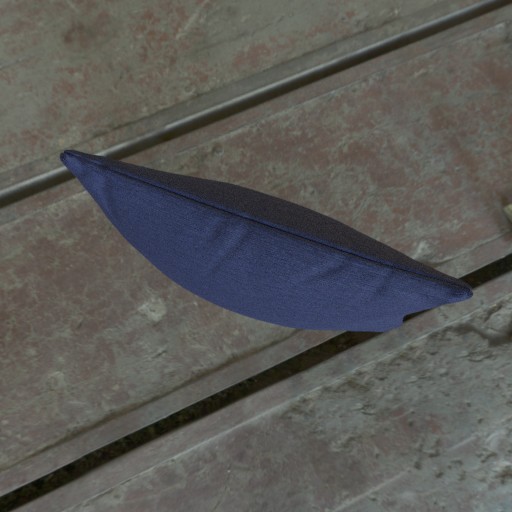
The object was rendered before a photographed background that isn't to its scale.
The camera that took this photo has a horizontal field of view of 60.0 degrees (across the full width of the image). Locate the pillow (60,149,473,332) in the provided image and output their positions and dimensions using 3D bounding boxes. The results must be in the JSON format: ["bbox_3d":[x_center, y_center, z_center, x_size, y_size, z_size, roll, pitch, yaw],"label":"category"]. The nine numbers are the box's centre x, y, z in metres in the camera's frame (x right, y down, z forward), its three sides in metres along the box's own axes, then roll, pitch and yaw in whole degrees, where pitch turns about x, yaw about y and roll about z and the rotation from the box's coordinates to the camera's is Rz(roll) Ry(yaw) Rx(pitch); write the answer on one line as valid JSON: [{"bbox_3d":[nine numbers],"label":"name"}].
[{"bbox_3d":[0.000,0.000,0.790,0.633,0.338,0.210,19,75,5],"label":"pillow"}]
